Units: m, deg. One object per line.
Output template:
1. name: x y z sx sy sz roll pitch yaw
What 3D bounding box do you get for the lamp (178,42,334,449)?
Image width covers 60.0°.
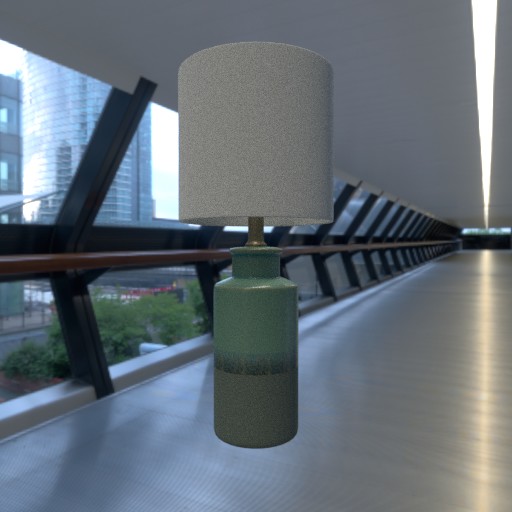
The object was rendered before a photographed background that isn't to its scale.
1. lamp: 0.000 0.000 0.616 0.212 0.493 0.212 0 1 -18
